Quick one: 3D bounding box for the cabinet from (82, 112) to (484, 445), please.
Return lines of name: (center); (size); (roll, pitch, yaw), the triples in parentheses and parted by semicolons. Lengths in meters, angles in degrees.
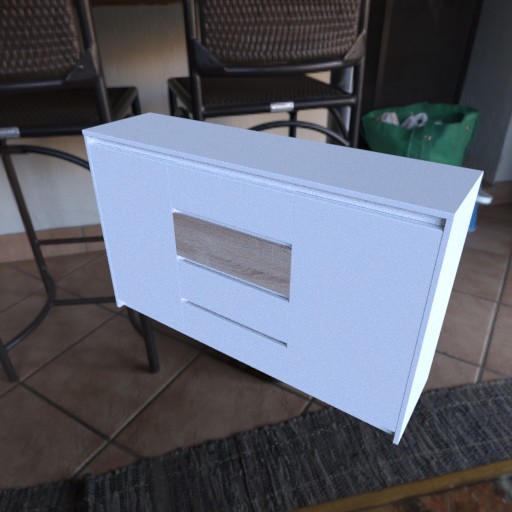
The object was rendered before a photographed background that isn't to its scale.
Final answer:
cabinet: (0.000, 0.000, 1.818); (1.450, 0.900, 0.380); (19, 35, 29)
